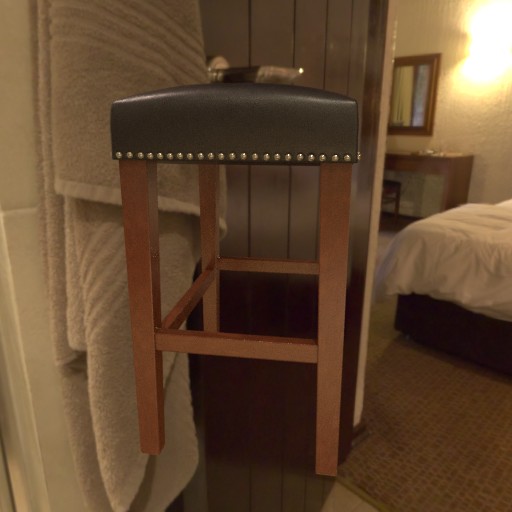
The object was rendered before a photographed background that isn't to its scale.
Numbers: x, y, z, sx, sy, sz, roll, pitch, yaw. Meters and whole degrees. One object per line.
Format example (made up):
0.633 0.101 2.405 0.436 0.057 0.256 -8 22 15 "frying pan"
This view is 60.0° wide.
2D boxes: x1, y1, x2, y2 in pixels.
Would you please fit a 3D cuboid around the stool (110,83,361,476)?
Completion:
0.000 0.000 0.939 0.372 0.654 0.504 3 17 9 "stool"
